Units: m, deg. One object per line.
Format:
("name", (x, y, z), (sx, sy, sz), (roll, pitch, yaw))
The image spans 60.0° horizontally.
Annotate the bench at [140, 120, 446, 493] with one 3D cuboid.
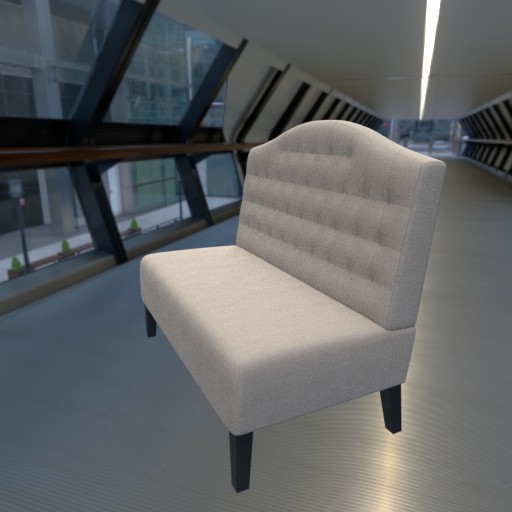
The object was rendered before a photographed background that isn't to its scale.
("bench", (0.000, 0.000, 2.003), (0.815, 1.180, 1.335), (-8, 18, -25))
